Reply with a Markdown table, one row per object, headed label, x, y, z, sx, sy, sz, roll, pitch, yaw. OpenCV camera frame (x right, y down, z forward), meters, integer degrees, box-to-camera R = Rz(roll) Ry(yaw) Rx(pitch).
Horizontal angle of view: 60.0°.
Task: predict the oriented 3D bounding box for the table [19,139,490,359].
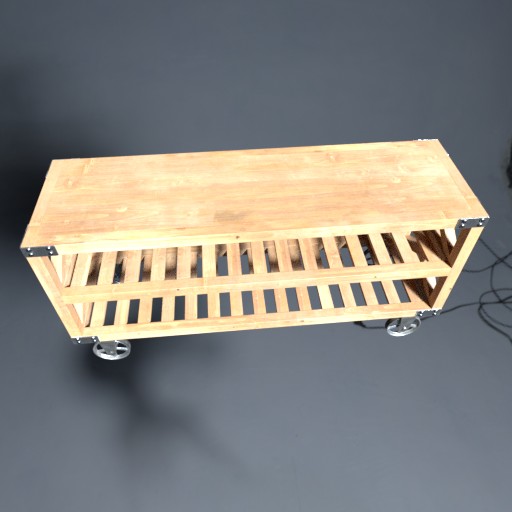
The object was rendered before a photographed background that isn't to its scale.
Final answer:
| label | x | y | z | sx | sy | sz | roll | pitch | yaw |
| --- | --- | --- | --- | --- | --- | --- | --- | --- | --- |
| table | 0.000 | 0.000 | 1.796 | 1.487 | 0.711 | 0.467 | -4 | 47 | -4 |
